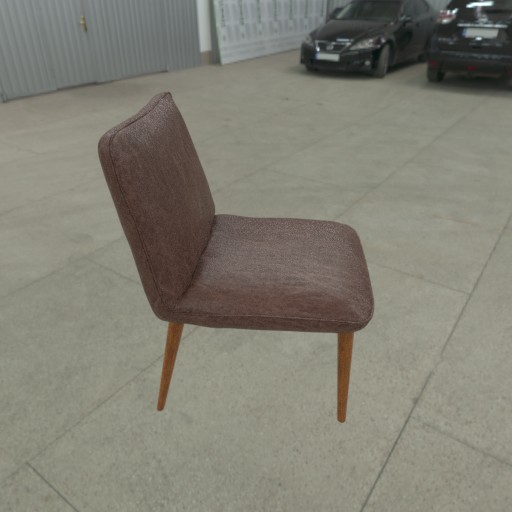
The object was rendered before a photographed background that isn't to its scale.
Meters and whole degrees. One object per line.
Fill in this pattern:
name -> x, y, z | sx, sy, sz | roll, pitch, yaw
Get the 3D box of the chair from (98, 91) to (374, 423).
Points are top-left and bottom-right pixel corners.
chair -> 0.000, 0.000, 1.254 | 0.645, 0.803, 0.543 | 0, 31, 0
